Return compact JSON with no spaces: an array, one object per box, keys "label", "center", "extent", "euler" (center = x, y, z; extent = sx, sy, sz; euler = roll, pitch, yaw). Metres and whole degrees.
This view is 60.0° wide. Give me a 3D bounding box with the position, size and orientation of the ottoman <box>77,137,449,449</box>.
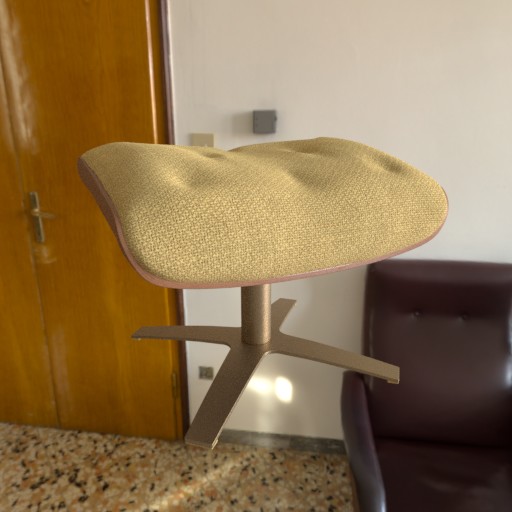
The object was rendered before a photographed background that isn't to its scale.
[{"label":"ottoman","center":[0.000,0.000,0.781],"extent":[0.520,0.391,0.394],"euler":[-9,20,-26]}]
